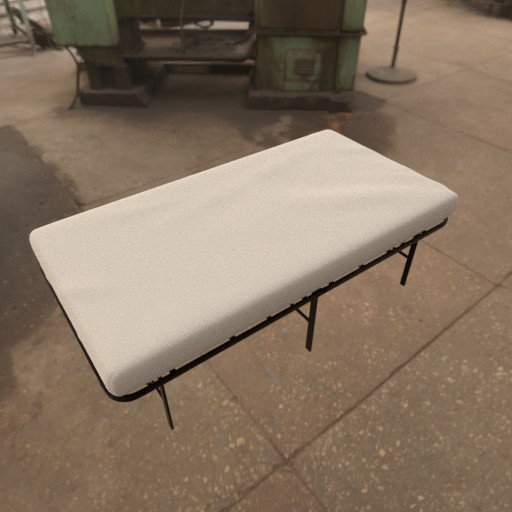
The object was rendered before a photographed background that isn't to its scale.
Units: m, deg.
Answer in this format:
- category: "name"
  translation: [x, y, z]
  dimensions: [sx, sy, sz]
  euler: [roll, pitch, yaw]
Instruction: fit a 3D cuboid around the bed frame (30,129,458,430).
- category: "bed frame"
  translation: [0.000, 0.000, 2.316]
  dimensions: [1.903, 0.619, 0.989]
  euler: [-25, 46, -26]
